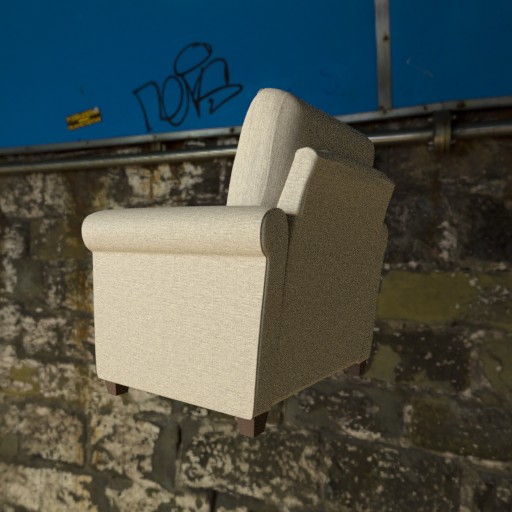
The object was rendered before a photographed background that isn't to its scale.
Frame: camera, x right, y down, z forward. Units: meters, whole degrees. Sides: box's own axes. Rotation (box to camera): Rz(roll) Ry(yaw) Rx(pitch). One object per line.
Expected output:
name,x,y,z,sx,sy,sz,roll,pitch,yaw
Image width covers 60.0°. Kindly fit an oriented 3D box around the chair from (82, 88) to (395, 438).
chair,0.000,0.000,2.303,1.180,1.349,1.275,0,1,36
